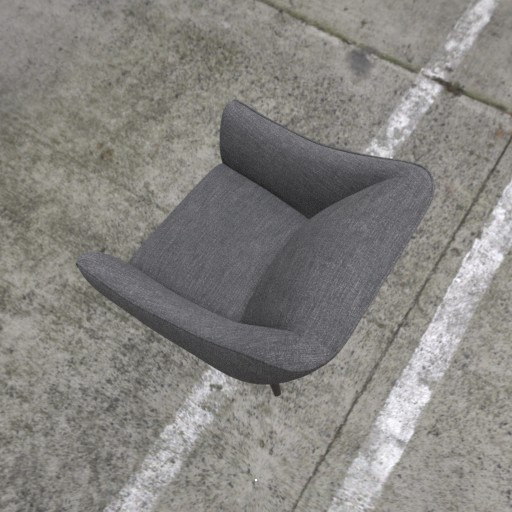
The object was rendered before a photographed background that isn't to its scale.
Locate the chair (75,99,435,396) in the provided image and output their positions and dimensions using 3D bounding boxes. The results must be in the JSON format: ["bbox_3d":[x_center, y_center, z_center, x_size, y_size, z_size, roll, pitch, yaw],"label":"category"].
[{"bbox_3d":[0.000,0.000,1.604,0.851,0.829,0.870,32,67,15],"label":"chair"}]
